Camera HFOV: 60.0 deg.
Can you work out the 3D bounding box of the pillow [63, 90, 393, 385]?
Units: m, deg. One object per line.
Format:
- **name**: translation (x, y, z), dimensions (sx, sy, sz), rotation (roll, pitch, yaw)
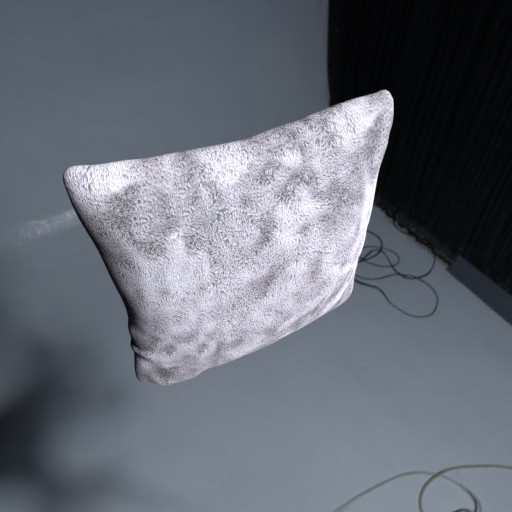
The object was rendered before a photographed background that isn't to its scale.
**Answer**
- **pillow**: translation (0.000, 0.000, 0.792), dimensions (0.522, 0.520, 0.204), rotation (-21, 49, -20)
